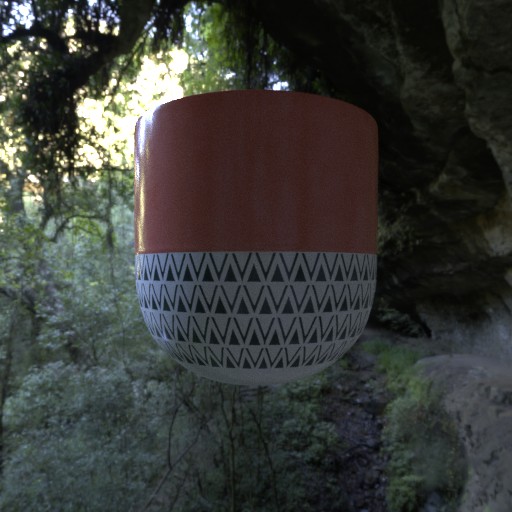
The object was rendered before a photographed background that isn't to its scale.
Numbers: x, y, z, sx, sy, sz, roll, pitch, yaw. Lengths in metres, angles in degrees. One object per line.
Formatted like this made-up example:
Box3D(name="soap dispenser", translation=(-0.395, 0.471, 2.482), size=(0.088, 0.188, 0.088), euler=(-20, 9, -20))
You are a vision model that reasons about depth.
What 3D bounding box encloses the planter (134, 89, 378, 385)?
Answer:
Box3D(name="planter", translation=(0.000, 0.000, 0.497), size=(0.266, 0.270, 0.266), euler=(0, -2, 0))
